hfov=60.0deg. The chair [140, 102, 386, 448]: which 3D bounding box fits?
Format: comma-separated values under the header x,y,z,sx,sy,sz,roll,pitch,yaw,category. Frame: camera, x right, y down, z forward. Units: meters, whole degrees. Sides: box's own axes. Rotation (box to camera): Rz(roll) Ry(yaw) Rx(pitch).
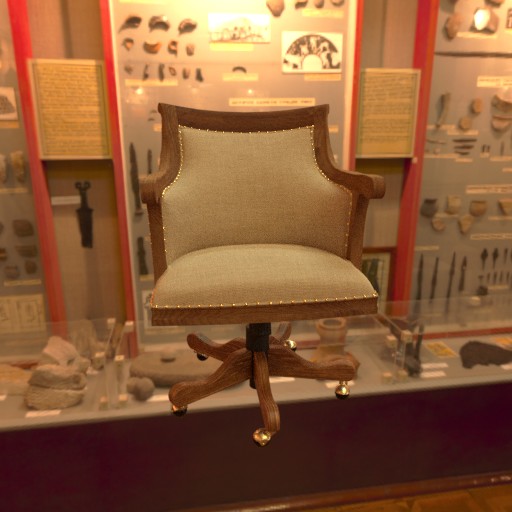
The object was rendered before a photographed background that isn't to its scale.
x,y,z,sx,sy,sz,roll,pitch,yaw,category
0.000,0.000,1.439,0.656,0.965,0.689,-2,16,-7,chair
